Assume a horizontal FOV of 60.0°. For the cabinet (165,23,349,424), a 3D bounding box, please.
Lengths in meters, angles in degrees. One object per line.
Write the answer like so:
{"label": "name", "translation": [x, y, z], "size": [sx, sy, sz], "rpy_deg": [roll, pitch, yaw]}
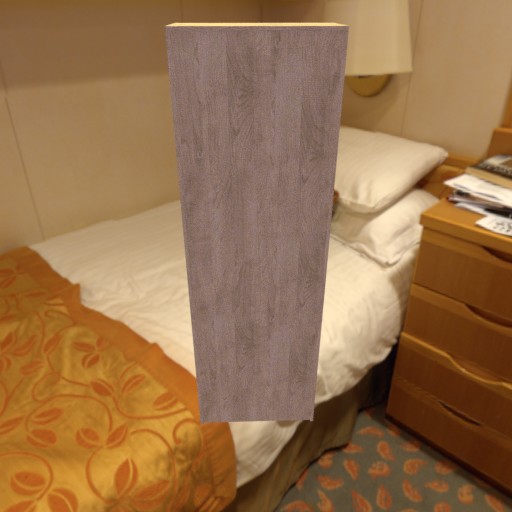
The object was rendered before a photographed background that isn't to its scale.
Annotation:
{"label": "cabinet", "translation": [0.000, 0.000, 1.757], "size": [0.520, 1.630, 0.250], "rpy_deg": [-1, 29, -2]}
